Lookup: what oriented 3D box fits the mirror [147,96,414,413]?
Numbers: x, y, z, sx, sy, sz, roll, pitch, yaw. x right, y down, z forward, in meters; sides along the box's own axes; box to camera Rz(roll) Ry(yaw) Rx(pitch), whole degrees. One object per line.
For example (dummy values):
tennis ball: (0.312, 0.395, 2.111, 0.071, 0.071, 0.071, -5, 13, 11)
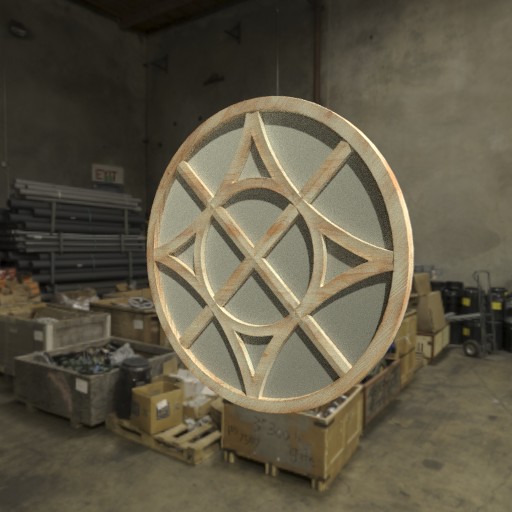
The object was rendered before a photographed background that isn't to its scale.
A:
mirror: (0.000, 0.000, 1.029, 0.710, 0.710, 0.038, 1, 2, 35)
